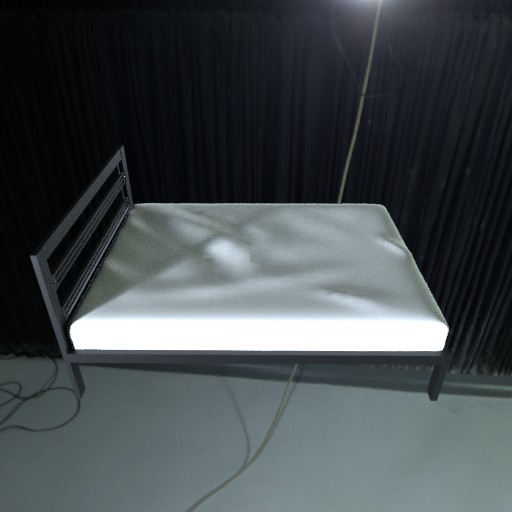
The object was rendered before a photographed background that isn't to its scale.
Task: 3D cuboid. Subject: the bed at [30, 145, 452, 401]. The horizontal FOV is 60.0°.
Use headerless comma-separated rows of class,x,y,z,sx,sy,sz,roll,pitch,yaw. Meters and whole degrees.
bed,0.000,0.000,2.900,2.062,0.967,1.524,0,33,0
